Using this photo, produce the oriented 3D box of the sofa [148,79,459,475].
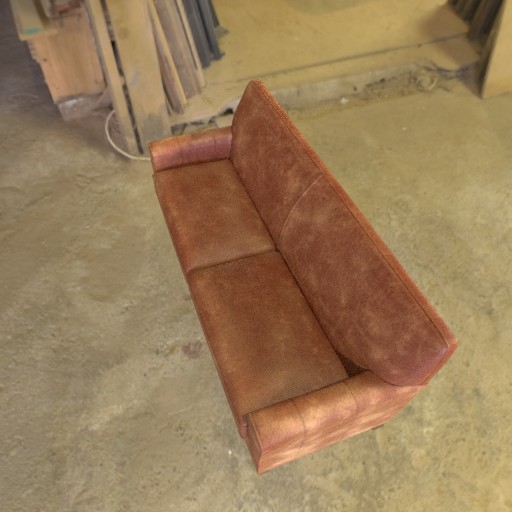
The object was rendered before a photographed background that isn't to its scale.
[{"bbox_3d":[0.000,0.000,2.462,0.805,0.947,2.053,-16,51,-13],"label":"sofa"}]
